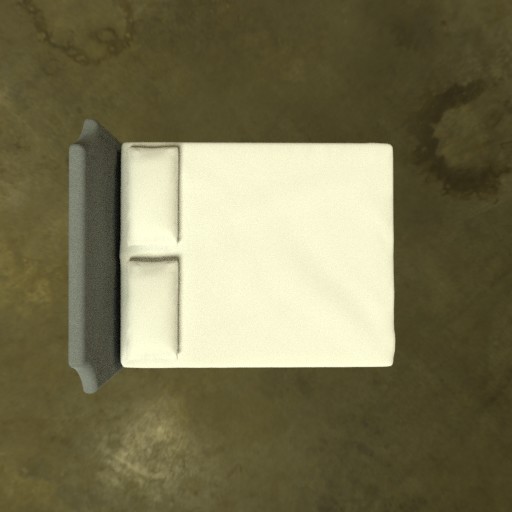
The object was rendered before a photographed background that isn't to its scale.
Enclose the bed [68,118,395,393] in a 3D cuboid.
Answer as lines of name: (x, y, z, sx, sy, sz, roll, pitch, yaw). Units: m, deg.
bed: (0.000, 0.000, 3.298, 2.259, 1.296, 1.811, 0, 90, -1)
